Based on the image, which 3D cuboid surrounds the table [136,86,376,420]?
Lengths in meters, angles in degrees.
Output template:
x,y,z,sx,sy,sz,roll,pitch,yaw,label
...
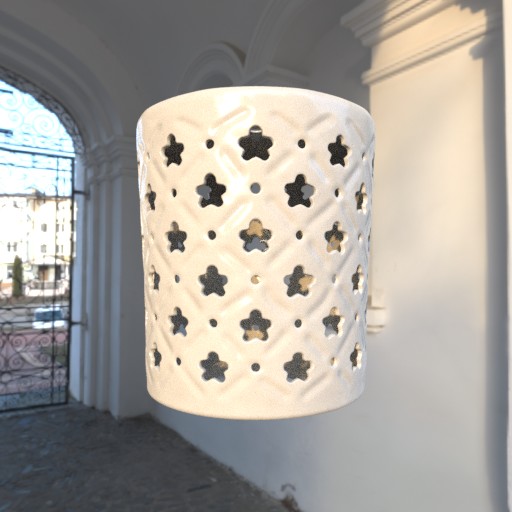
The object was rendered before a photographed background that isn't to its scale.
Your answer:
x,y,z,sx,sy,sz,roll,pitch,yaw,label
0.000,0.000,0.668,0.352,0.387,0.352,0,-1,0,table
